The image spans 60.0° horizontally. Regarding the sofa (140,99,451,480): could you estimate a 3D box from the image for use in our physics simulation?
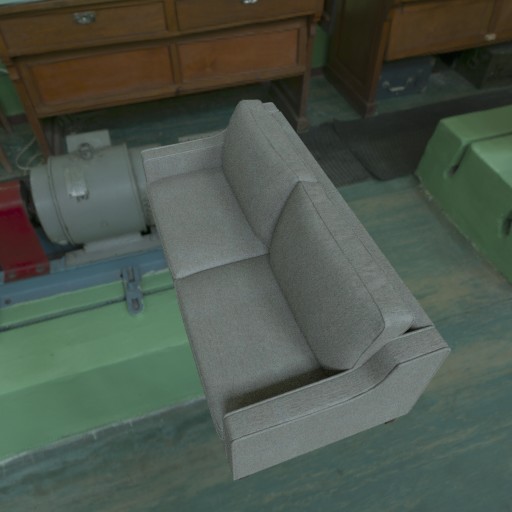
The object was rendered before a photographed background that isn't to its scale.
[{"bbox_3d":[0.000,0.000,2.756,1.073,1.074,2.181,-15,50,-13],"label":"sofa"}]
